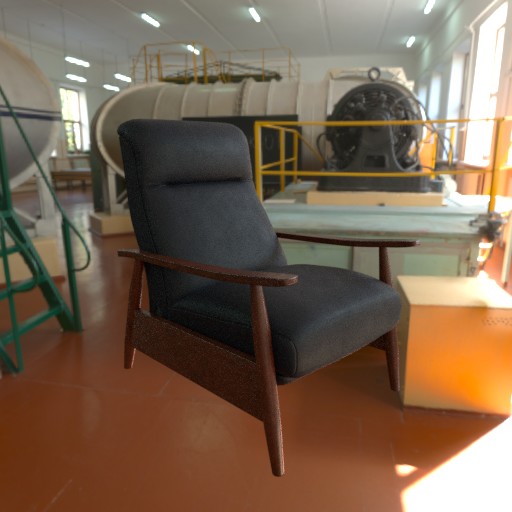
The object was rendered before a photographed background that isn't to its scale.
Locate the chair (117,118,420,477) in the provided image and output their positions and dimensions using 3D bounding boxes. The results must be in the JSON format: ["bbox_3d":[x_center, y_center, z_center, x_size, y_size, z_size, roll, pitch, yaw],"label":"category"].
[{"bbox_3d":[0.000,0.000,1.786,0.762,1.082,1.014,-13,19,-42],"label":"chair"}]
